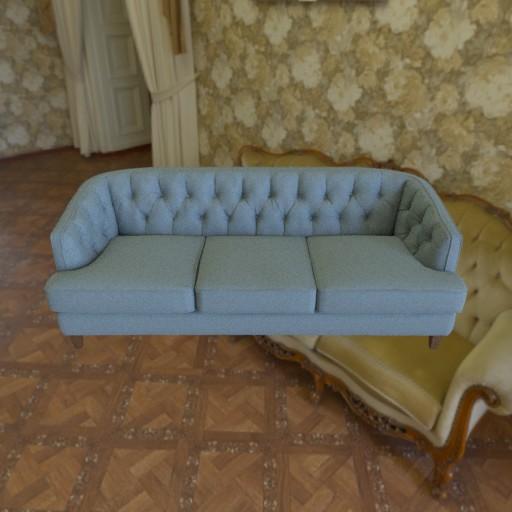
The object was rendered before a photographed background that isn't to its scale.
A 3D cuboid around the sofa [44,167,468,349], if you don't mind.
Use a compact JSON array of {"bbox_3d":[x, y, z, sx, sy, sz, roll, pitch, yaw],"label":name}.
[{"bbox_3d":[0.000,0.000,2.745,2.278,0.855,0.941,0,29,0],"label":"sofa"}]
